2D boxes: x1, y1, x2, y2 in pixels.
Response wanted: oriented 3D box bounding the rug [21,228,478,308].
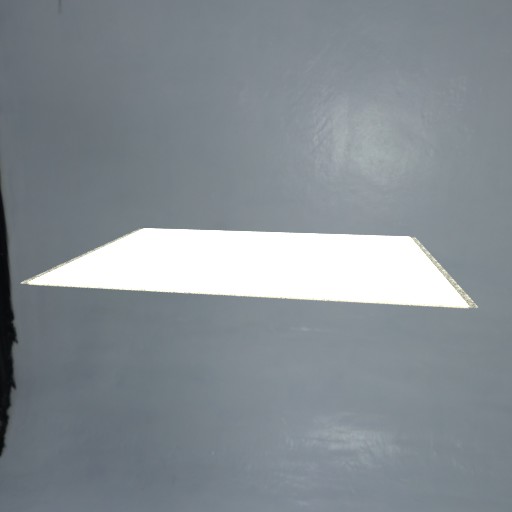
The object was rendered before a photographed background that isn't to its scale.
[{"bbox_3d":[0.000,0.000,2.848,2.233,0.011,1.514,2,15,9],"label":"rug"}]
